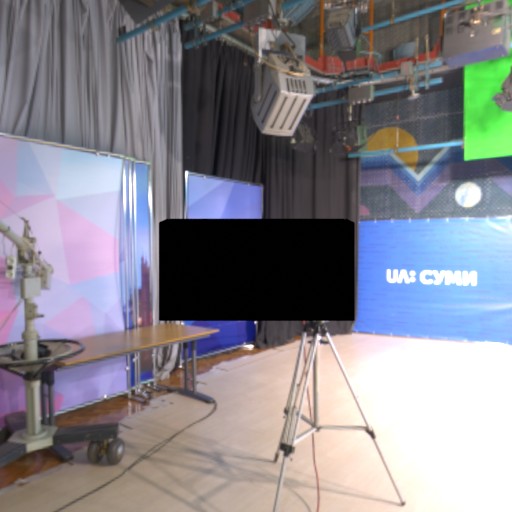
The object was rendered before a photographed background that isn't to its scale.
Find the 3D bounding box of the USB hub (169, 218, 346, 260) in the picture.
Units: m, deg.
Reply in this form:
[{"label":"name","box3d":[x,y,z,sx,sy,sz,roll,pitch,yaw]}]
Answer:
[{"label":"USB hub","box3d":[0.000,0.000,0.162,0.044,0.023,0.145,0,3,0]}]
